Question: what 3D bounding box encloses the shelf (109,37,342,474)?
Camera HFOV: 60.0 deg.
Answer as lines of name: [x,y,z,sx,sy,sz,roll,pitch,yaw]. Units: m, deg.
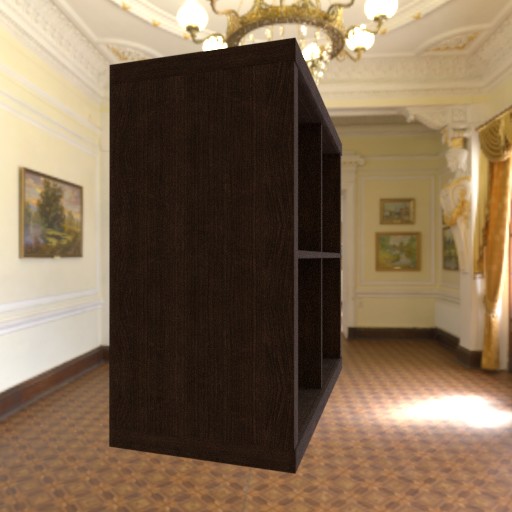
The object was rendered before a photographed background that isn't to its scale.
shelf: [0.000,0.000,1.233,0.390,0.786,0.790,0,0,17]
